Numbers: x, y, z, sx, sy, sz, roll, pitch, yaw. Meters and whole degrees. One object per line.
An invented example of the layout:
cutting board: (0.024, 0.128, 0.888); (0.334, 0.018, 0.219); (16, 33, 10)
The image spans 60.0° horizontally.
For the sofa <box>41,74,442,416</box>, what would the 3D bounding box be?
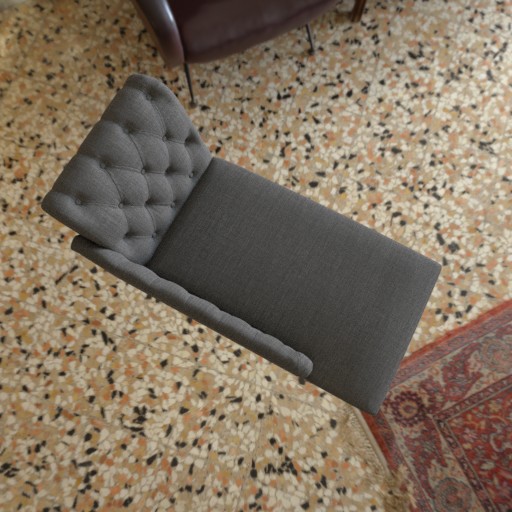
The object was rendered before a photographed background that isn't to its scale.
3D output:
sofa: (0.000, 0.000, 1.785); (1.379, 0.787, 0.675); (28, 77, 7)
